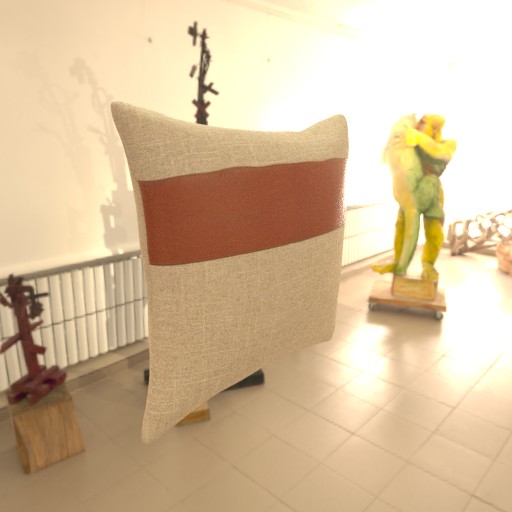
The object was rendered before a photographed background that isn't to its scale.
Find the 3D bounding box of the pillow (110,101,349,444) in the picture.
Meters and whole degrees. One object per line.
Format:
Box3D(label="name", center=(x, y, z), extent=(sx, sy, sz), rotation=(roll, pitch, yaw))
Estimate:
Box3D(label="pillow", center=(0.000, 0.000, 0.632), extent=(0.173, 0.399, 0.414), rotation=(14, 20, 41))
